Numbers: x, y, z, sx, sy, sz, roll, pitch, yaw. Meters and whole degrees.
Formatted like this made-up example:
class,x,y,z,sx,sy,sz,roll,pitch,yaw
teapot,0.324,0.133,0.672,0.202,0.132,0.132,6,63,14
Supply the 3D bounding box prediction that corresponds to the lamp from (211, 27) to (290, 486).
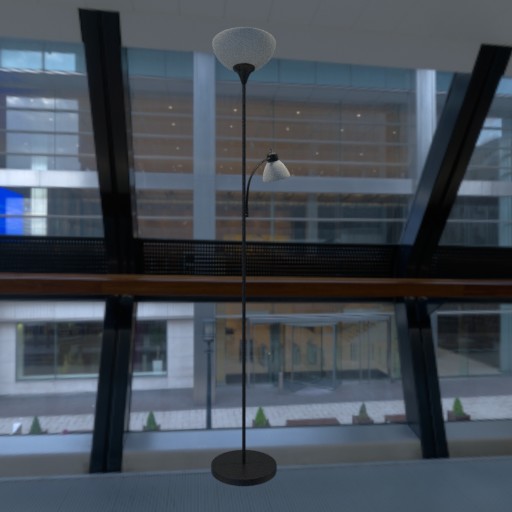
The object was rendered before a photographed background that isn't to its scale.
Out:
class,x,y,z,sx,sy,sz,roll,pitch,yaw
lamp,0.000,0.000,1.943,0.279,1.804,0.442,-1,-1,37
